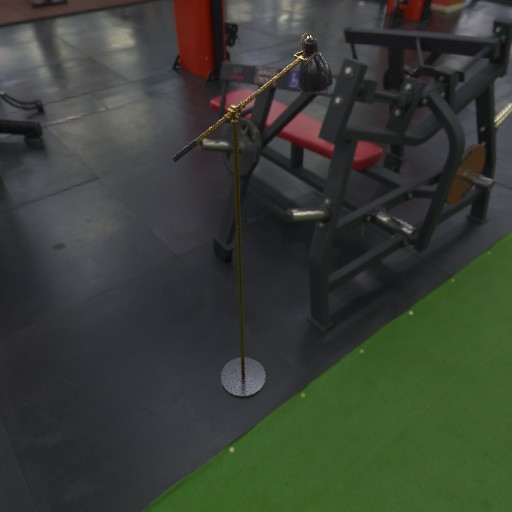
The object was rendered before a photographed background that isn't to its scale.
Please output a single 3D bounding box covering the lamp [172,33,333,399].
[{"bbox_3d":[0.000,0.000,1.817,0.618,1.628,0.235,-26,48,-26],"label":"lamp"}]
